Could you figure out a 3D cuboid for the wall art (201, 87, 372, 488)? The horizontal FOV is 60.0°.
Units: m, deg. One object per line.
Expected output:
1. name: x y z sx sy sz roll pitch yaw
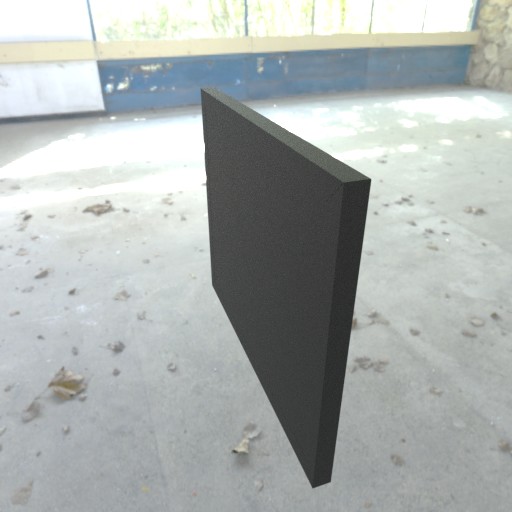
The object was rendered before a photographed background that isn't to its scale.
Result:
1. wall art: 0.000 0.000 0.750 0.029 0.457 0.558 -10 31 -17
